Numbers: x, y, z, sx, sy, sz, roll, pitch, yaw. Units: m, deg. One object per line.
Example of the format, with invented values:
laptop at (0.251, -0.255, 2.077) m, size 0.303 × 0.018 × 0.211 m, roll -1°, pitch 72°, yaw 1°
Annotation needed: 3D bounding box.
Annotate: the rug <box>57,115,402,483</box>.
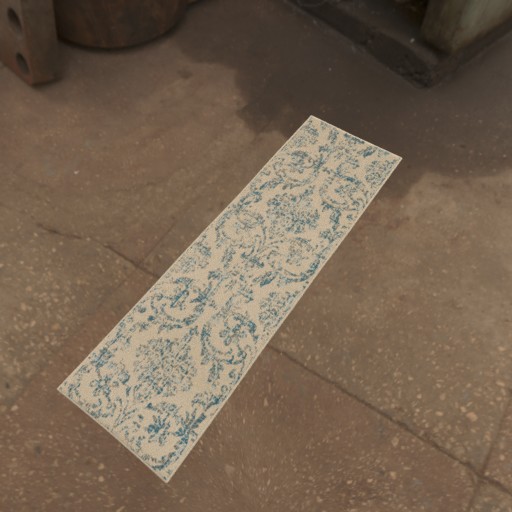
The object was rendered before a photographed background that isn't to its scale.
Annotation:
rug at (0.000, 0.000, 2.371) m, size 0.662 × 0.011 × 2.196 m, roll 31°, pitch 64°, yaw 17°
